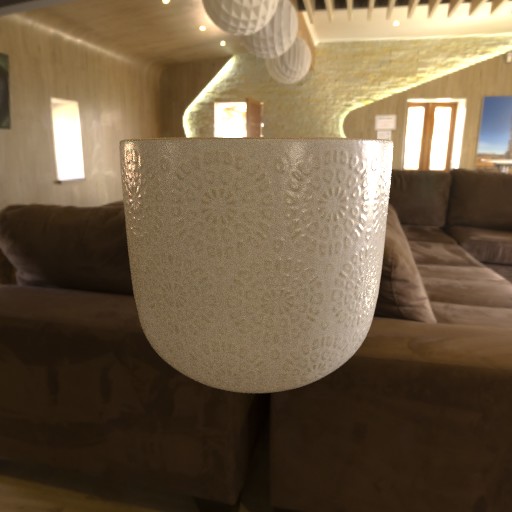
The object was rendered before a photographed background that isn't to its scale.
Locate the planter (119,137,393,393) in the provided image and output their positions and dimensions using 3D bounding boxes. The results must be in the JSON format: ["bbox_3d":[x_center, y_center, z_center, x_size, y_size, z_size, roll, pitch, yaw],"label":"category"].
[{"bbox_3d":[0.000,0.000,0.303,0.170,0.152,0.170,0,13,0],"label":"planter"}]
